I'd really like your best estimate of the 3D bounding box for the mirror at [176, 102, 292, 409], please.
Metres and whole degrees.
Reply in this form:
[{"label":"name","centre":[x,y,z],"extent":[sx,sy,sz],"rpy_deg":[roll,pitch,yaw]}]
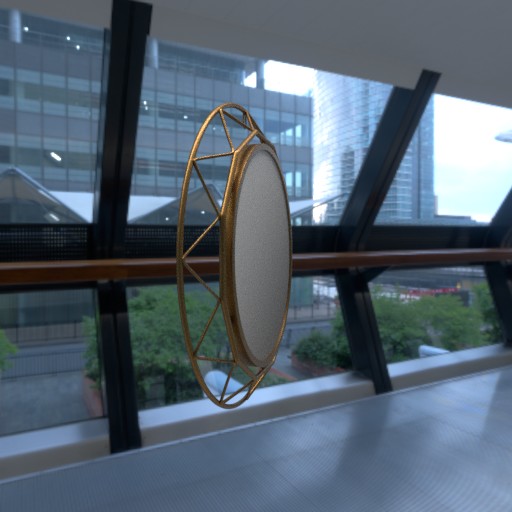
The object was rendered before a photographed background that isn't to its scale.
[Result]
[{"label":"mirror","centre":[0.000,0.000,0.686],"extent":[0.043,0.454,0.454],"rpy_deg":[0,1,17]}]
